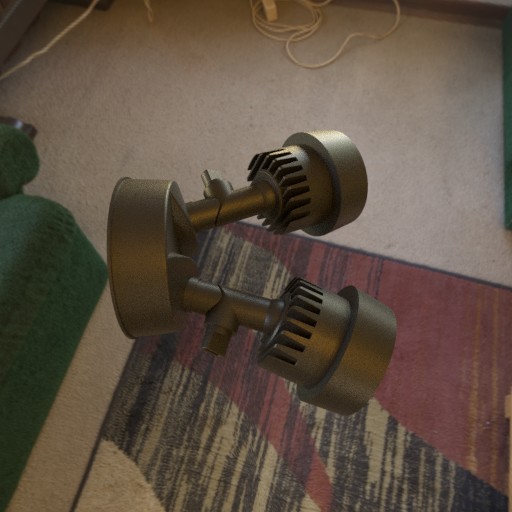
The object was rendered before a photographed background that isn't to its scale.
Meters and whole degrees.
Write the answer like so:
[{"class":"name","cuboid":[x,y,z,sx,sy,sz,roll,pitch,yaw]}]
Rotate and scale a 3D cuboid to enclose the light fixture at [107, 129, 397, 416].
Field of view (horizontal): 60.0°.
[{"class":"light fixture","cuboid":[0.000,0.000,0.307,0.168,0.120,0.213,-3,64,-1]}]
